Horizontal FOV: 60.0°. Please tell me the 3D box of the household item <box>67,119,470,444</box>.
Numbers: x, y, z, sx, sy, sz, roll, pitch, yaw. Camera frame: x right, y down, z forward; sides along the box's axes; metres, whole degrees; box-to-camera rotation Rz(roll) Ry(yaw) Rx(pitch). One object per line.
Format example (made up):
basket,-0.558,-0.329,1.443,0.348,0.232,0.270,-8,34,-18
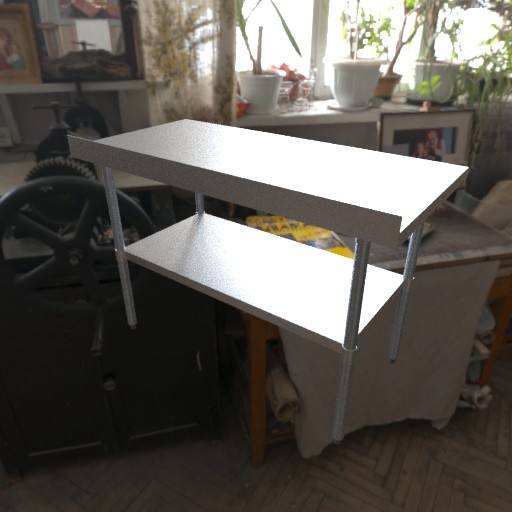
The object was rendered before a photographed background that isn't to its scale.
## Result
household item,0.000,0.000,1.674,1.219,0.851,0.610,19,34,31
